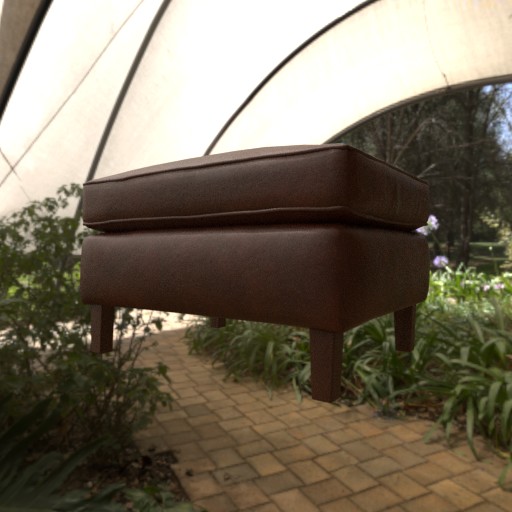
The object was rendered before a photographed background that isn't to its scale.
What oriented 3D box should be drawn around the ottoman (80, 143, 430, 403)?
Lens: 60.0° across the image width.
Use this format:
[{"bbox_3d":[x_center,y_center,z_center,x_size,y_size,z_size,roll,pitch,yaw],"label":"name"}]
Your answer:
[{"bbox_3d":[0.000,0.000,0.998,0.665,0.432,0.501,0,1,35],"label":"ottoman"}]
